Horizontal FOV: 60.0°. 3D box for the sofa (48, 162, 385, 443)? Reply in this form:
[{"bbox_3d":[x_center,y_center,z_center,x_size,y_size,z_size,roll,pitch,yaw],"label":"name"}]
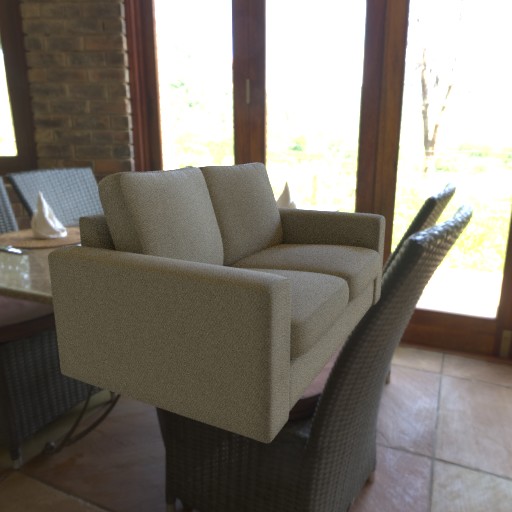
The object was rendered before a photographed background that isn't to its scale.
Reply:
[{"bbox_3d":[0.000,0.000,2.229,1.016,0.873,1.616,7,16,27],"label":"sofa"}]
